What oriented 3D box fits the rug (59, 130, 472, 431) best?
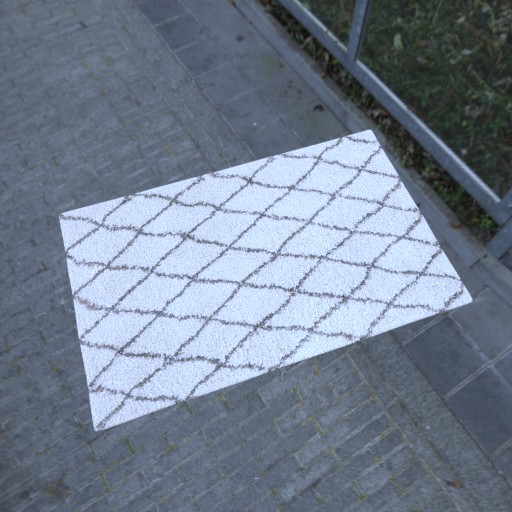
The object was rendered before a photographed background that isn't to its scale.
[{"bbox_3d":[0.000,0.000,3.000,2.438,0.030,1.524,-17,65,-8],"label":"rug"}]
